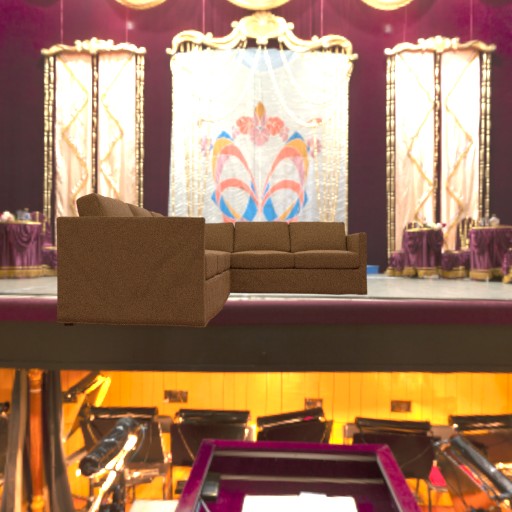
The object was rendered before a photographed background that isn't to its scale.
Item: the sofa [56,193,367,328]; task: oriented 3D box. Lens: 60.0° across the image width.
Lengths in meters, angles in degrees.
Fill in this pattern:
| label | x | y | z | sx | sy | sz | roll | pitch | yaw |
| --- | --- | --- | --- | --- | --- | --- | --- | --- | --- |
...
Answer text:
| label | x | y | z | sx | sy | sz | roll | pitch | yaw |
| --- | --- | --- | --- | --- | --- | --- | --- | --- | --- |
| sofa | 0.000 | 0.000 | 4.299 | 2.432 | 0.871 | 3.182 | 0 | 0 | 1 |
